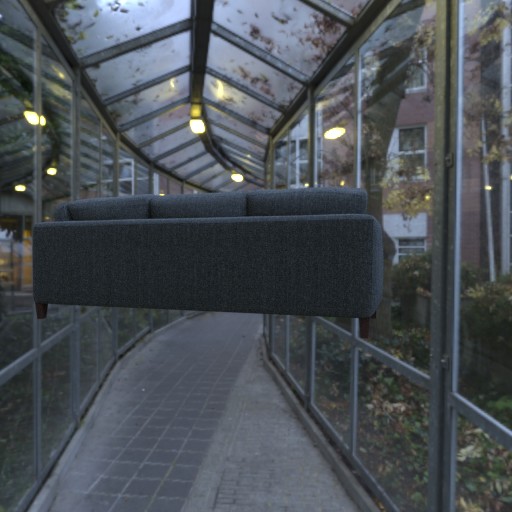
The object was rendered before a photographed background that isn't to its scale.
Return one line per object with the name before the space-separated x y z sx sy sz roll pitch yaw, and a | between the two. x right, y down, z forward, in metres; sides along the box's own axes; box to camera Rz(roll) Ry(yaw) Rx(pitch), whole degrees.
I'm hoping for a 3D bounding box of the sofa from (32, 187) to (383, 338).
sofa | 0.000 0.000 4.549 2.593 0.947 3.302 0 1 18
